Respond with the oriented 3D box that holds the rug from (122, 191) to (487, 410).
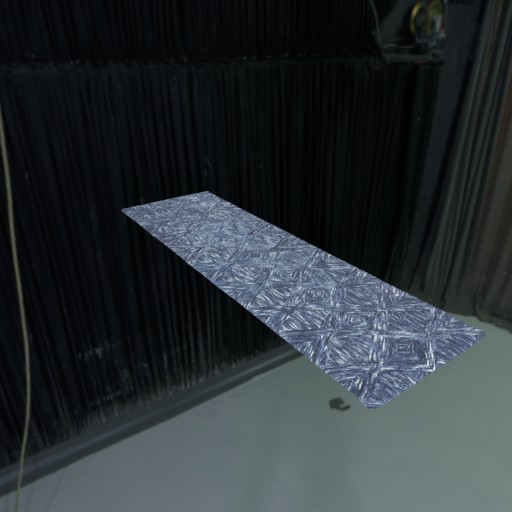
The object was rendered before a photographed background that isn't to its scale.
[{"bbox_3d":[0.000,0.000,2.481,0.719,0.013,2.306,-18,32,-32],"label":"rug"}]
